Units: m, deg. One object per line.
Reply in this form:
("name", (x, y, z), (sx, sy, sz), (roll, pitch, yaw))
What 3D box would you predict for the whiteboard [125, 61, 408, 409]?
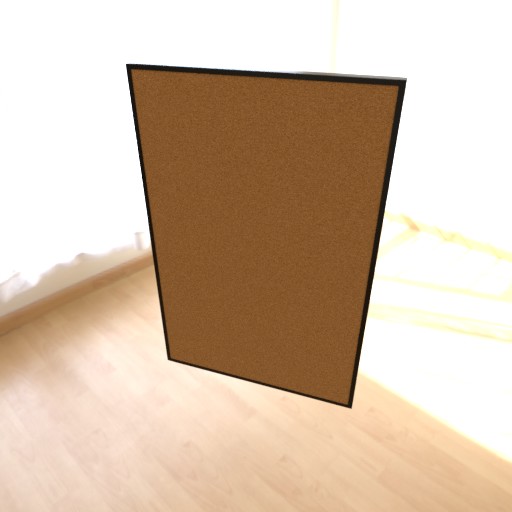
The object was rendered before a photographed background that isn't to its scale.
("whiteboard", (0.000, 0.000, 0.777), (0.406, 0.611, 0.026), (10, 33, 16))
